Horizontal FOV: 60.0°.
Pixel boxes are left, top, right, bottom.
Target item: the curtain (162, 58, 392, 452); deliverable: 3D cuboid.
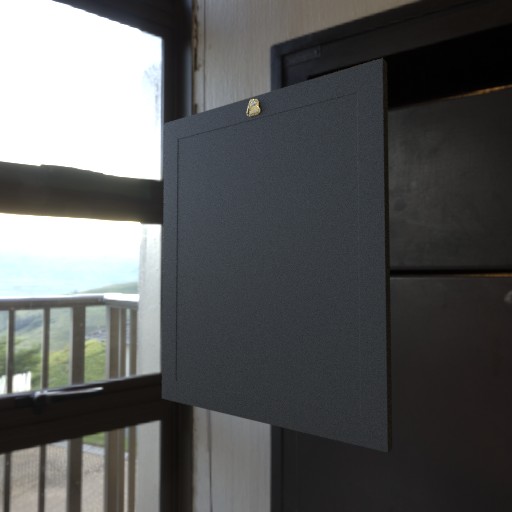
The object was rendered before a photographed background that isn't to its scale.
[{"bbox_3d":[0.000,0.000,0.803,0.483,0.585,0.027,-2,-3,36],"label":"curtain"}]
